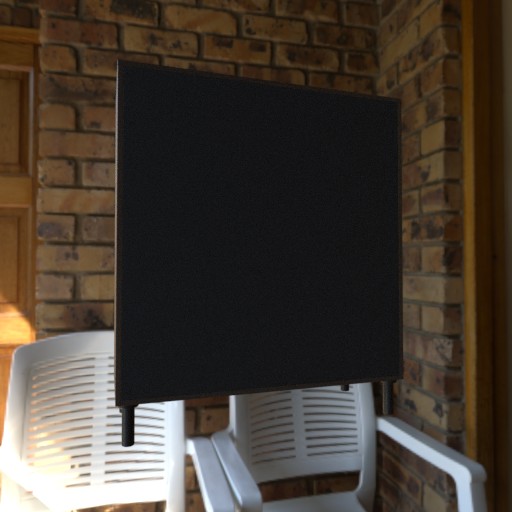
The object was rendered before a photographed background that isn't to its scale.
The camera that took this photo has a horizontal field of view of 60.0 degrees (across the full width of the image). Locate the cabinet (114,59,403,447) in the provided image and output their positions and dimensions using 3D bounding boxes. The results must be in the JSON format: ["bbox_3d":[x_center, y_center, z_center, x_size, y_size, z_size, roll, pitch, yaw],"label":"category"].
[{"bbox_3d":[0.000,0.000,1.669,1.010,1.170,0.400,0,-1,-18],"label":"cabinet"}]
